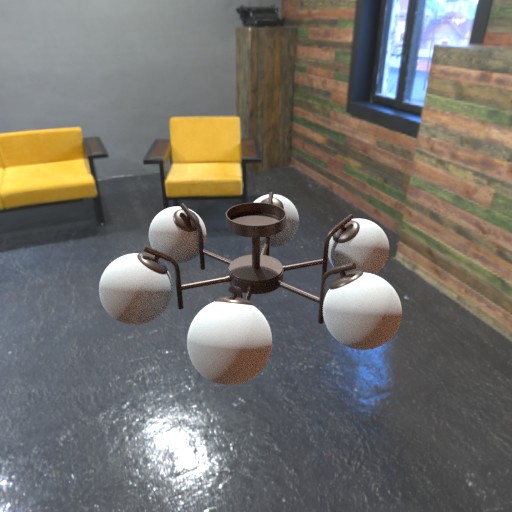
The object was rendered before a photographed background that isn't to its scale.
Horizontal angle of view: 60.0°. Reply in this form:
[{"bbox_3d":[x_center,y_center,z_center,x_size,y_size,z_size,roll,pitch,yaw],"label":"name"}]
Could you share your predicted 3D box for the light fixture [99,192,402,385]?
[{"bbox_3d":[0.000,0.000,0.968,0.662,0.201,0.662,0,28,0],"label":"light fixture"}]
